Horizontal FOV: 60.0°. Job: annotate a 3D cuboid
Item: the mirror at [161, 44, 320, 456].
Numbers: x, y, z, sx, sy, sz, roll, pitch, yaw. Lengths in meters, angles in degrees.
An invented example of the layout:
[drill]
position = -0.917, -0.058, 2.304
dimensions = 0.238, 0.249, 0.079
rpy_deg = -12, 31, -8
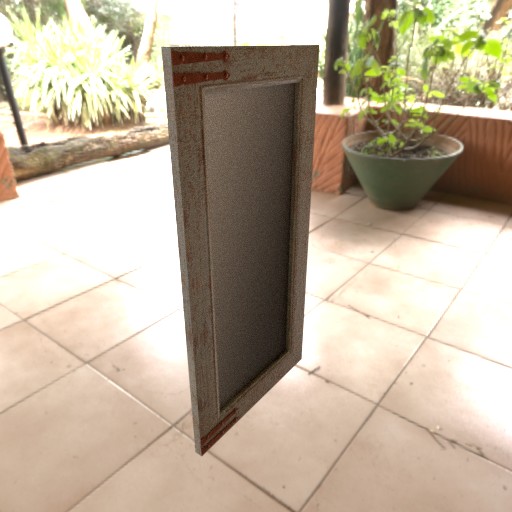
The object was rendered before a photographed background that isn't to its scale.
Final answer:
[mirror]
position = 0.000, 0.000, 1.075
dimensions = 0.027, 0.922, 0.472
rpy_deg = 18, 31, 33
